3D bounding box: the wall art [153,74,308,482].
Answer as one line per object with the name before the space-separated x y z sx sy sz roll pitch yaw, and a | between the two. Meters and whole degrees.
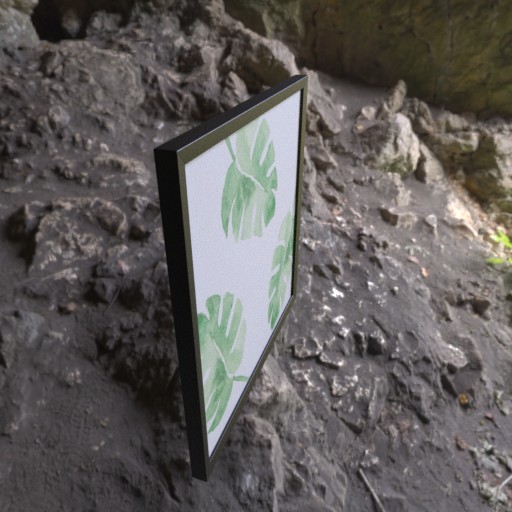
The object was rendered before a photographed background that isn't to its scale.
wall art | 0.000 0.000 1.132 0.038 0.765 0.765 10 32 17
